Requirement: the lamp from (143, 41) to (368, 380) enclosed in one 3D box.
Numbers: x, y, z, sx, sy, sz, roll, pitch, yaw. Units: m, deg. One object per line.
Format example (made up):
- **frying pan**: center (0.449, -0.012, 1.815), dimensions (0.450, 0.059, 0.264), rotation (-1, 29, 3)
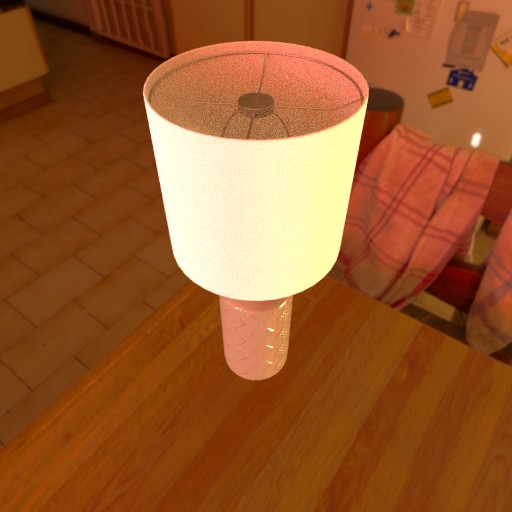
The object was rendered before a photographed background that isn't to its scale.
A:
- **lamp**: center (0.000, 0.000, 0.576), dimensions (0.207, 0.461, 0.207), rotation (5, 46, 5)
